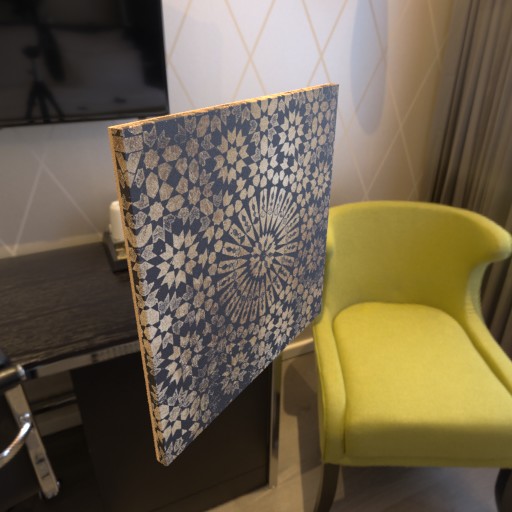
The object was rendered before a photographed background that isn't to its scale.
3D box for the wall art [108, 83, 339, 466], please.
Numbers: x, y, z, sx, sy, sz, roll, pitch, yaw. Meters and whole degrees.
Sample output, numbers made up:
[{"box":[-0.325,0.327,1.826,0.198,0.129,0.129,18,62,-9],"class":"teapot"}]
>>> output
[{"box":[0.000,0.000,1.356,0.038,0.914,0.914,18,32,31],"class":"wall art"}]
